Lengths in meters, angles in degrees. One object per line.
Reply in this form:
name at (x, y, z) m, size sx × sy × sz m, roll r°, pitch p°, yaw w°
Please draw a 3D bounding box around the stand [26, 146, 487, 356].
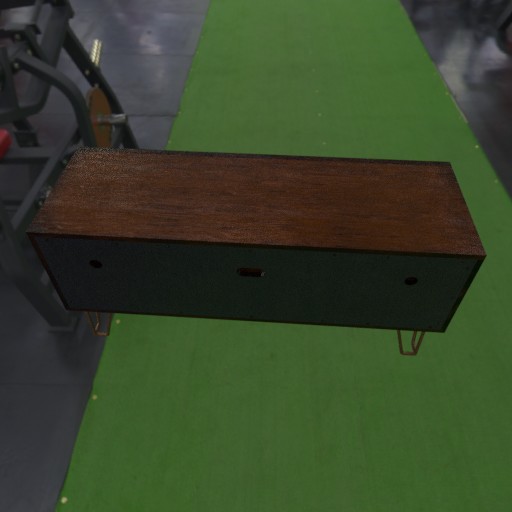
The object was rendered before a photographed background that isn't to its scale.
stand at (0.000, 0.000, 1.700) m, size 1.372 × 0.610 × 0.481 m, roll 3°, pitch 47°, yaw 3°
